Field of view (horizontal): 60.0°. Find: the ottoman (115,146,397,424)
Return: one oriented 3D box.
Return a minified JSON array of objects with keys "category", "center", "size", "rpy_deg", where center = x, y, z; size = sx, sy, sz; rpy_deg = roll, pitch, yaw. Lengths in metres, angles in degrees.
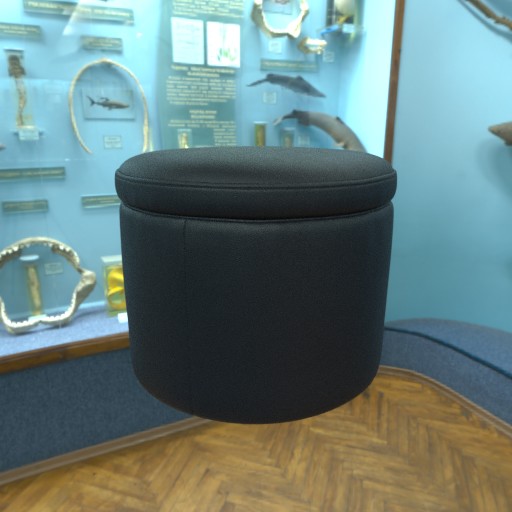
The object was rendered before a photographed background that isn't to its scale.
[{"category":"ottoman","center":[0.000,0.000,0.865],"size":[0.501,0.409,0.501],"rpy_deg":[0,16,0]}]
